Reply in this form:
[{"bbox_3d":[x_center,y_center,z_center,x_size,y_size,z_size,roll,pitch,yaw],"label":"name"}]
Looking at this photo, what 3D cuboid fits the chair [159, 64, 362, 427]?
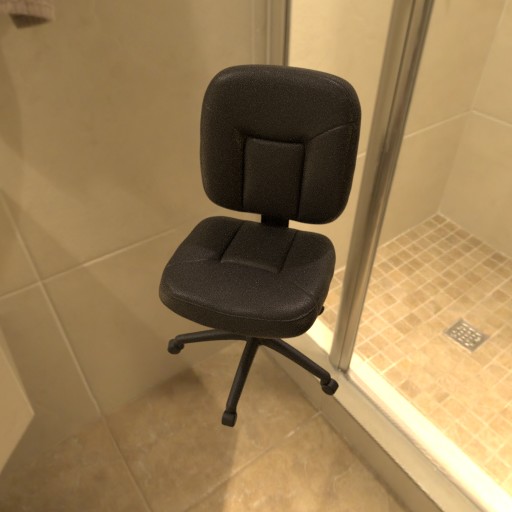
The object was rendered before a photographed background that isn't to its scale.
[{"bbox_3d":[0.000,0.000,1.368,0.647,0.959,0.646,11,42,13],"label":"chair"}]
